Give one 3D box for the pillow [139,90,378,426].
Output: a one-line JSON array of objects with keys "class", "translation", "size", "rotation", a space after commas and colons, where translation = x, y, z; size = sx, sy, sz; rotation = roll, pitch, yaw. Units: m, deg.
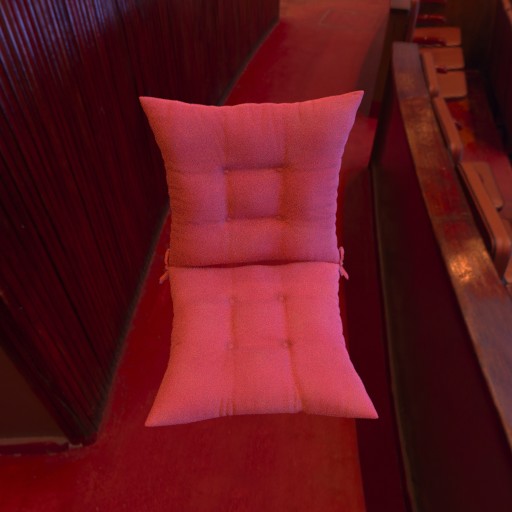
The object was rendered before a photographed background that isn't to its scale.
[{"class": "pillow", "translation": [0.000, 0.000, 1.002], "size": [0.541, 0.536, 0.585], "rotation": [-2, 45, -2]}]
